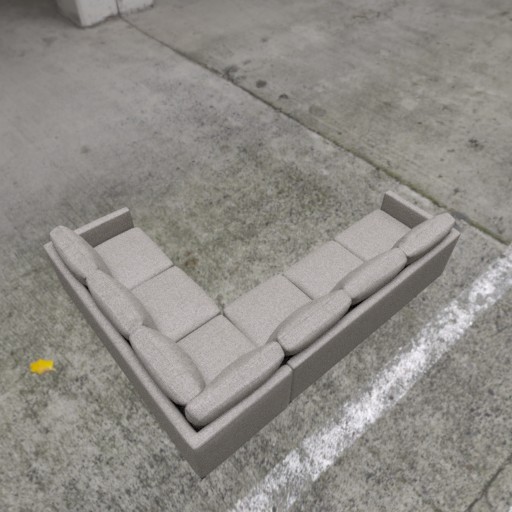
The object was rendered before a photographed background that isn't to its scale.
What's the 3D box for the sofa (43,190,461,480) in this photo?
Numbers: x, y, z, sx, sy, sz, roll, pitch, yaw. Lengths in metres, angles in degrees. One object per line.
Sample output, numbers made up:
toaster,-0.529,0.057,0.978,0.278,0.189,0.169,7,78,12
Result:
sofa,0.000,0.000,4.526,3.302,0.947,2.593,-32,54,-26
